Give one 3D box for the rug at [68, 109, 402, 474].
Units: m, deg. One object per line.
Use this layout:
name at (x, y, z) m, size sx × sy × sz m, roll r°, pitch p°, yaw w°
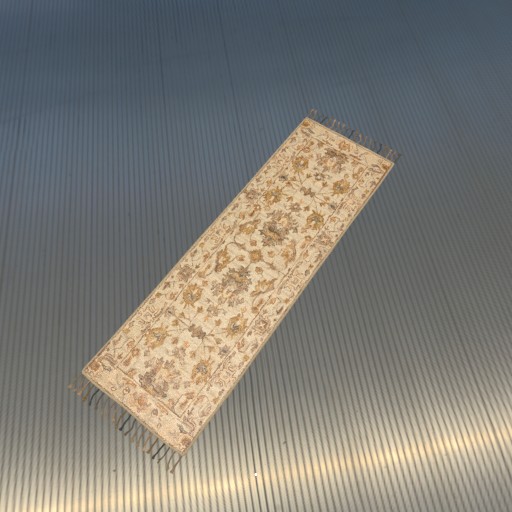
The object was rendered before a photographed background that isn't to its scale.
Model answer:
rug at (0.000, 0.000, 2.698) m, size 0.729 × 0.021 × 2.438 m, roll 33°, pitch 68°, yaw 15°
